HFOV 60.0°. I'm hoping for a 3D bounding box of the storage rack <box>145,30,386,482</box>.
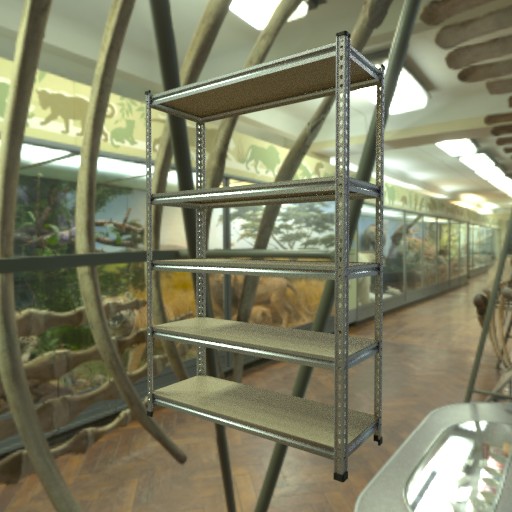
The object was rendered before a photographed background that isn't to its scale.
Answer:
[{"bbox_3d":[0.000,0.000,2.332,1.219,1.829,0.457,1,2,36],"label":"storage rack"}]
